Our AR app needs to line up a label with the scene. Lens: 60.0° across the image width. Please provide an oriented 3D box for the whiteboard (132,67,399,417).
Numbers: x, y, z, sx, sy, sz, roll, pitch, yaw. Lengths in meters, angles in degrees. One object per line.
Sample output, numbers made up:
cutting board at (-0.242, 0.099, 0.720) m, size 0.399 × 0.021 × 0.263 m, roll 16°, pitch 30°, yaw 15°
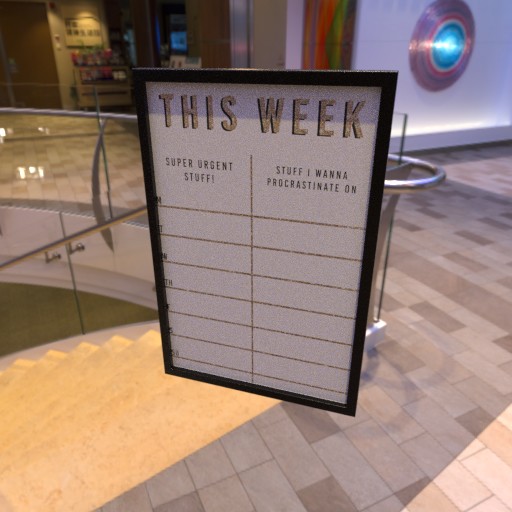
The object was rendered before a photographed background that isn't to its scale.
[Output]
whiteboard at (0.000, 0.000, 0.785) m, size 0.406 × 0.611 × 0.026 m, roll 8°, pitch 26°, yaw 16°
